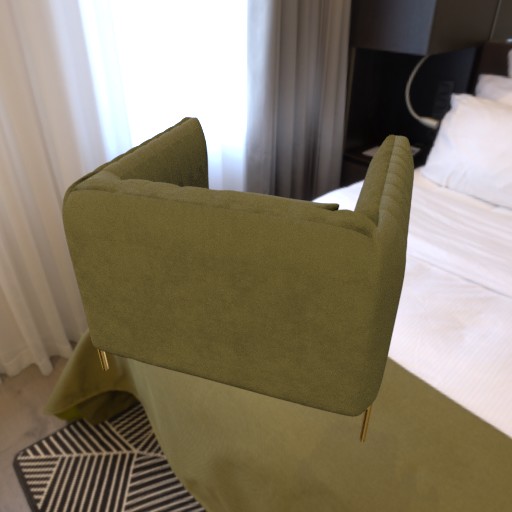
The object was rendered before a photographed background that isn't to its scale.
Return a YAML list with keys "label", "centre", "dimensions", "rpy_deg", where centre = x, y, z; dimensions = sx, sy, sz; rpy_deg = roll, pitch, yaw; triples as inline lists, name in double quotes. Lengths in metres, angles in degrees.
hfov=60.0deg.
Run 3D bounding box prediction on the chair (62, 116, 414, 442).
- label: "chair"
  centre: [0.000, 0.000, 1.667]
  dimensions: [1.032, 0.794, 0.877]
  rpy_deg: [10, 33, 16]
